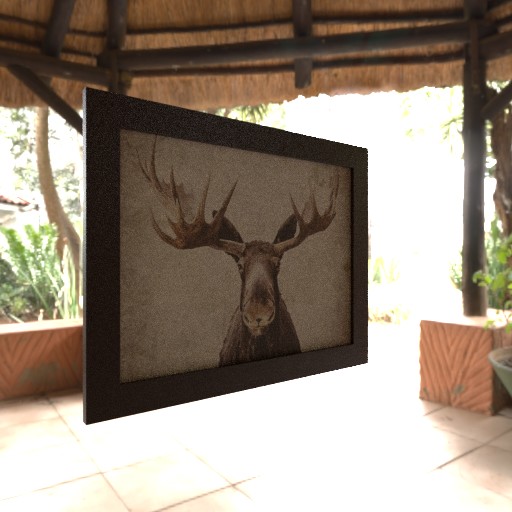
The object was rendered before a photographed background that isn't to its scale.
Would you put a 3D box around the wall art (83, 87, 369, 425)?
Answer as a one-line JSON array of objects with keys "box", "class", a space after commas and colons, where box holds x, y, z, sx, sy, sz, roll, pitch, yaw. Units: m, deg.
[{"box": [0.000, 0.000, 1.614, 1.207, 0.952, 0.034, 0, 0, -36], "class": "wall art"}]
